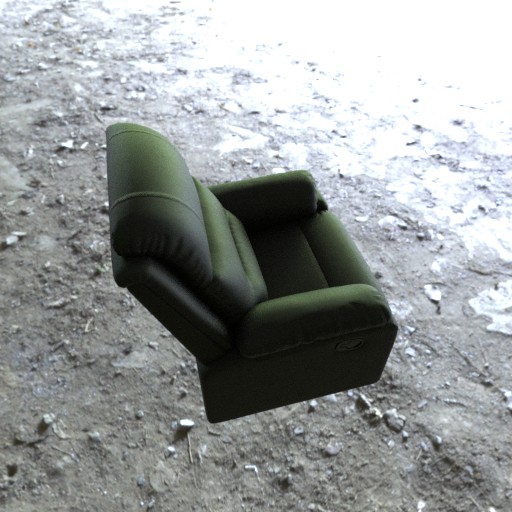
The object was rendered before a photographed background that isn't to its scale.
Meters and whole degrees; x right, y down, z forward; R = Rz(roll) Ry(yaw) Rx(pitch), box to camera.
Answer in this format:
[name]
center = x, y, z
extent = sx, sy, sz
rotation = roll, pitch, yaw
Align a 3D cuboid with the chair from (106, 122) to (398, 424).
[chair]
center = 0.000, 0.000, 1.671
extent = 0.919, 0.992, 0.855
rotation = -11, 47, -10
